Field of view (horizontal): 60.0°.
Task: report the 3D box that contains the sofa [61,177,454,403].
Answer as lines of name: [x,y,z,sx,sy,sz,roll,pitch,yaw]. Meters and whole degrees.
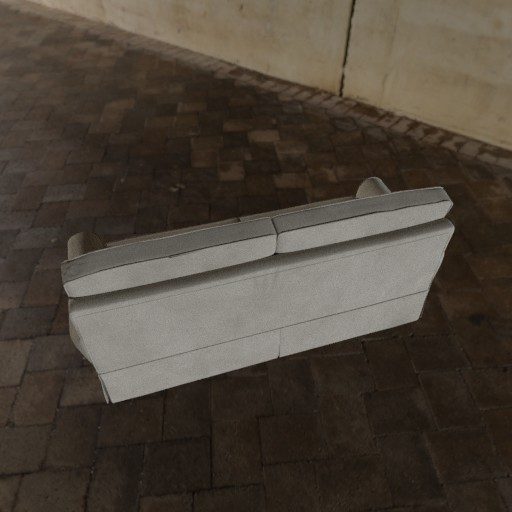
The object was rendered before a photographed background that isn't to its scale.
sofa: [0.000,0.000,2.801,2.246,1.014,0.900,-12,44,-13]
